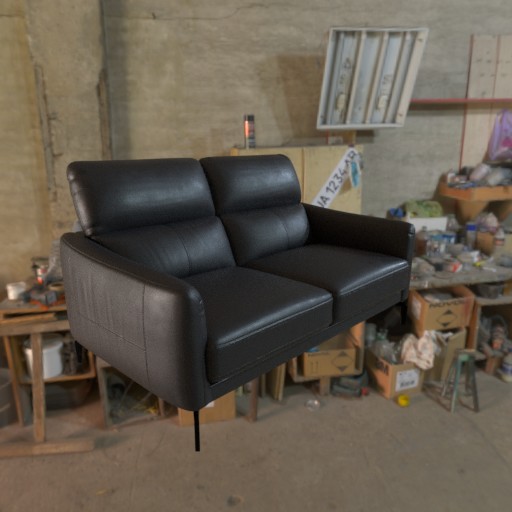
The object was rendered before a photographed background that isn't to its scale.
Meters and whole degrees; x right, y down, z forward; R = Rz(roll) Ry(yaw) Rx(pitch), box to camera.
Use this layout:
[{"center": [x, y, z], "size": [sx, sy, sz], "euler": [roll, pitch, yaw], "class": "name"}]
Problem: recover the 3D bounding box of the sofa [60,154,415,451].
[{"center": [0.000, 0.000, 2.156], "size": [0.958, 0.920, 1.596], "euler": [14, 20, 43], "class": "sofa"}]
